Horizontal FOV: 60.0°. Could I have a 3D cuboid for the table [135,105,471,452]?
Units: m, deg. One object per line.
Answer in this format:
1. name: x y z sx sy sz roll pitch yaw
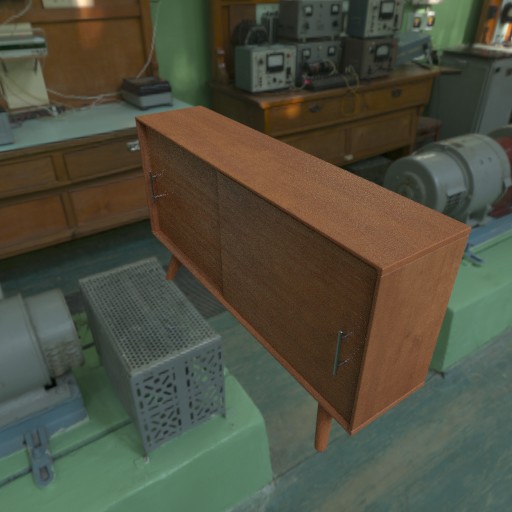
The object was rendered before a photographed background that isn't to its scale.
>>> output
1. table: 0.000 0.000 1.501 0.308 0.698 1.220 -21 38 -28
